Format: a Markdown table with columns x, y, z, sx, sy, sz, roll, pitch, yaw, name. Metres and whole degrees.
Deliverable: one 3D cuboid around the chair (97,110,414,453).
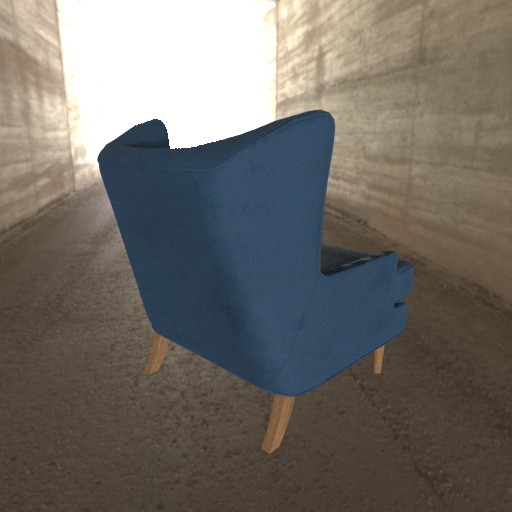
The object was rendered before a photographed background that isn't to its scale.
| x | y | z | sx | sy | sz | roll | pitch | yaw | name |
| --- | --- | --- | --- | --- | --- | --- | --- | --- | --- |
| 0.000 | 0.000 | 1.581 | 0.793 | 0.952 | 0.910 | 14 | 21 | 43 | chair |
